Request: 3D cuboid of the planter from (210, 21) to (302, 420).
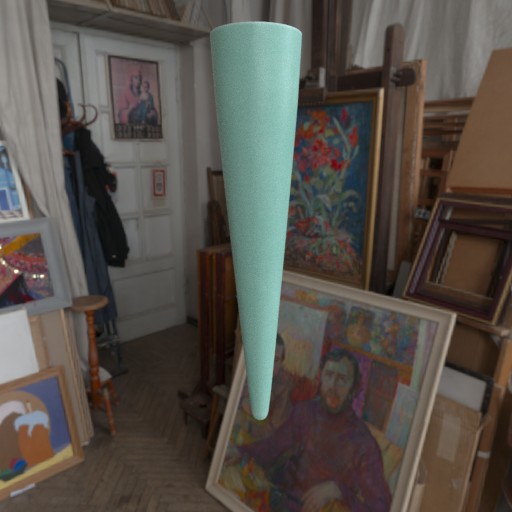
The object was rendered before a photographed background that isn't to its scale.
[{"bbox_3d":[0.000,0.000,0.292,0.054,0.268,0.055,2,13,8],"label":"planter"}]
